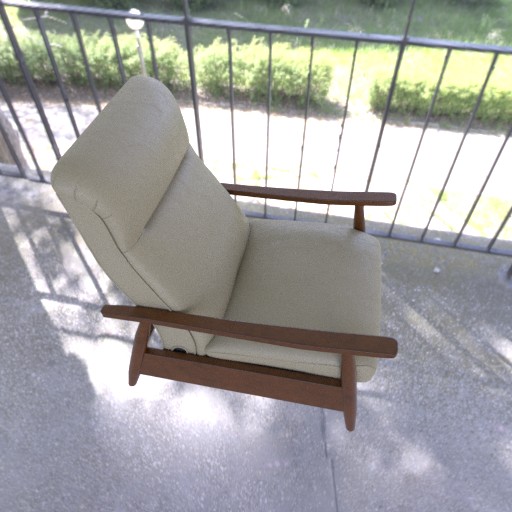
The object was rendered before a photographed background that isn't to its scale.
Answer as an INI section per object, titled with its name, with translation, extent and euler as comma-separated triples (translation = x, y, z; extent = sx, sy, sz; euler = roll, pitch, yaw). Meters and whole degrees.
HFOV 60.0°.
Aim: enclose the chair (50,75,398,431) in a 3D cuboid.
[chair]
translation = 0.000, 0.000, 1.683
extent = 1.014, 1.082, 0.762
euler = 9, 48, 8
